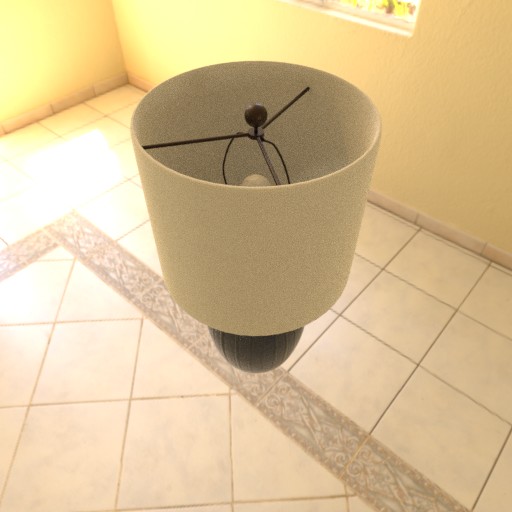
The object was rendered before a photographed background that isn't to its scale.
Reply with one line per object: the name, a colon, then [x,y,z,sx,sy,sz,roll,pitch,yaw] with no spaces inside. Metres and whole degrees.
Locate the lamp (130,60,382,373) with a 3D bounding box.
lamp: [0.000,0.000,0.782,0.329,0.570,0.329,24,51,21]
